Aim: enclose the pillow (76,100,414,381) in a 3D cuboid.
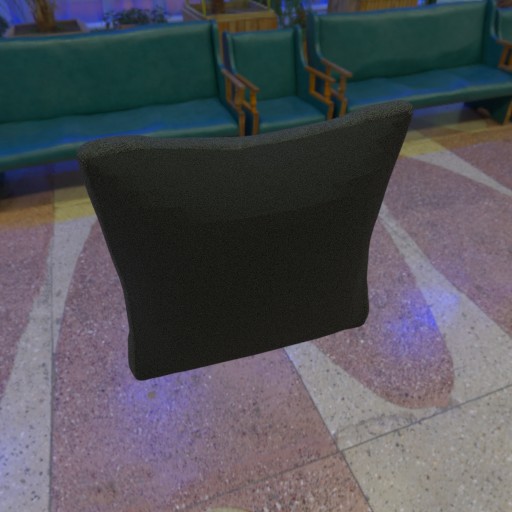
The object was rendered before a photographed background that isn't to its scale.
[{"bbox_3d":[0.000,0.000,0.811,0.533,0.523,0.210,-12,41,-14],"label":"pillow"}]
